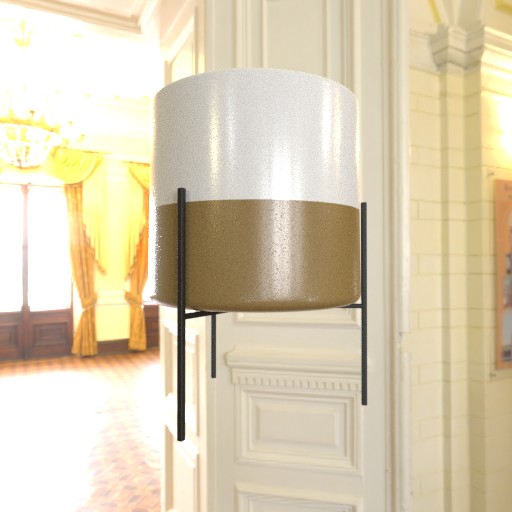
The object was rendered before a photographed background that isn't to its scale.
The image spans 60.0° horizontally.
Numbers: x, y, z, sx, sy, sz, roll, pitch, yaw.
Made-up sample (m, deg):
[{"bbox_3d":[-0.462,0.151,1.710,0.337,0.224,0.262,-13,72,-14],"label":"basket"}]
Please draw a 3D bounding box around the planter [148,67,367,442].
[{"bbox_3d":[0.000,0.000,0.649,0.310,0.432,0.310,0,-1,18],"label":"planter"}]
